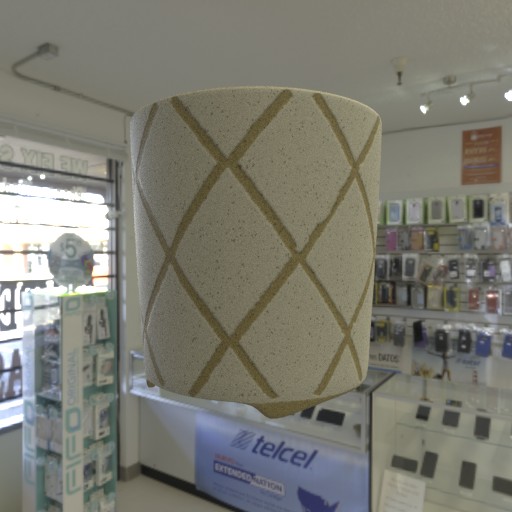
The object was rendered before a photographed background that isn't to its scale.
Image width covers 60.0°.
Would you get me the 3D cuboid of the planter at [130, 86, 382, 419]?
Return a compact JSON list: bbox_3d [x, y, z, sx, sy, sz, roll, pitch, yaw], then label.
[{"bbox_3d":[0.000,0.000,0.417,0.228,0.235,0.228,0,0,0],"label":"planter"}]
